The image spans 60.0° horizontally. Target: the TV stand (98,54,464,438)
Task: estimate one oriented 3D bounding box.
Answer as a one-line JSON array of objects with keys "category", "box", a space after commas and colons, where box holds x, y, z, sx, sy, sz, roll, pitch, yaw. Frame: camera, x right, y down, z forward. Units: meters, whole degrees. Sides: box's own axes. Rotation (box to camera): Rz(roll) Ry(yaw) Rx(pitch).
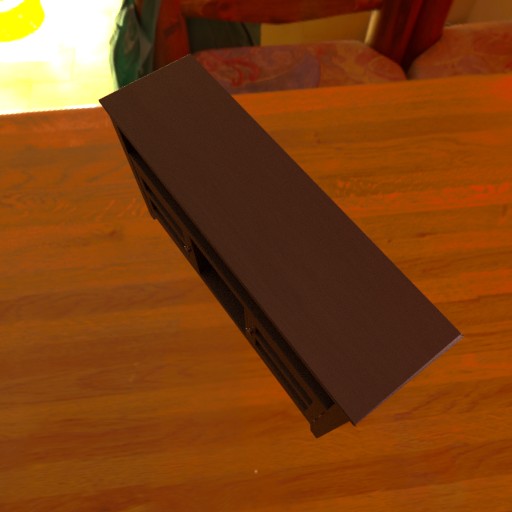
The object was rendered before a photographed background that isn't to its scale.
[{"category": "TV stand", "box": [0.000, 0.000, 1.525, 0.347, 0.681, 1.198, -34, 69, -15]}]
